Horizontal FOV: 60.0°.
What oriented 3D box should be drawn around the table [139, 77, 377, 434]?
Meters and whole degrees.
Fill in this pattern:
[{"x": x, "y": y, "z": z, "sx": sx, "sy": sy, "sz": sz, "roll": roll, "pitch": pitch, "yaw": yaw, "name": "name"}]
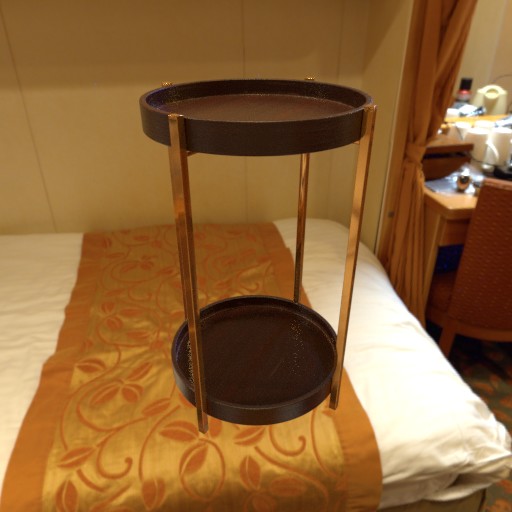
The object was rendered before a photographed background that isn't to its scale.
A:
[{"x": 0.000, "y": 0.000, "z": 0.868, "sx": 0.400, "sy": 0.610, "sz": 0.400, "roll": 18, "pitch": 34, "yaw": 28, "name": "table"}]
